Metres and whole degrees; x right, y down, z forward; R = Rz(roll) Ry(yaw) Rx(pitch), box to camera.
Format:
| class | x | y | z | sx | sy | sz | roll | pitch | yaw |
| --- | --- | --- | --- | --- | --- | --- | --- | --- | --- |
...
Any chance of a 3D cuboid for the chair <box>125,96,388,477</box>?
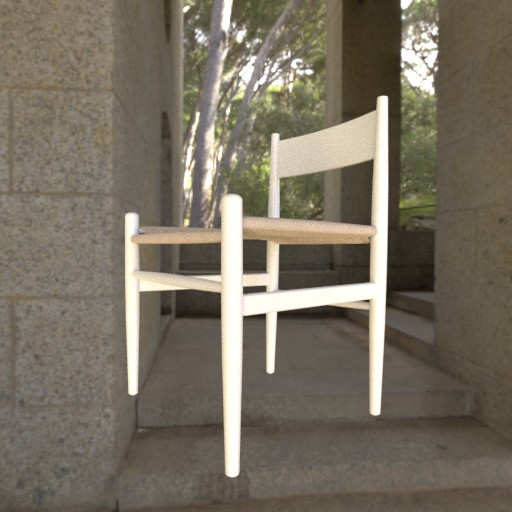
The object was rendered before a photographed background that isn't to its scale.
| class | x | y | z | sx | sy | sz | roll | pitch | yaw |
| --- | --- | --- | --- | --- | --- | --- | --- | --- | --- |
| chair | 0.000 | 0.000 | 1.116 | 0.495 | 0.762 | 0.556 | -1 | 2 | -34 |
